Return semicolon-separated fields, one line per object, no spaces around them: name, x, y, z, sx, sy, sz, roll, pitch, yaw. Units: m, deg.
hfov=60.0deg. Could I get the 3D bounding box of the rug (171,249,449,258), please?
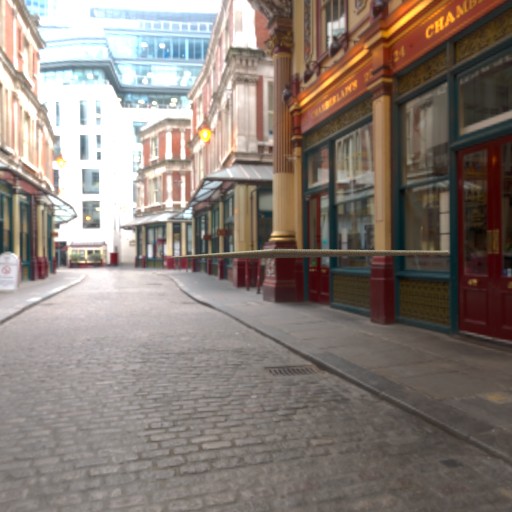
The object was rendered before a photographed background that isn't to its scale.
rug;0.000;0.000;2.527;0.661;0.013;2.297;0;-1;-18
